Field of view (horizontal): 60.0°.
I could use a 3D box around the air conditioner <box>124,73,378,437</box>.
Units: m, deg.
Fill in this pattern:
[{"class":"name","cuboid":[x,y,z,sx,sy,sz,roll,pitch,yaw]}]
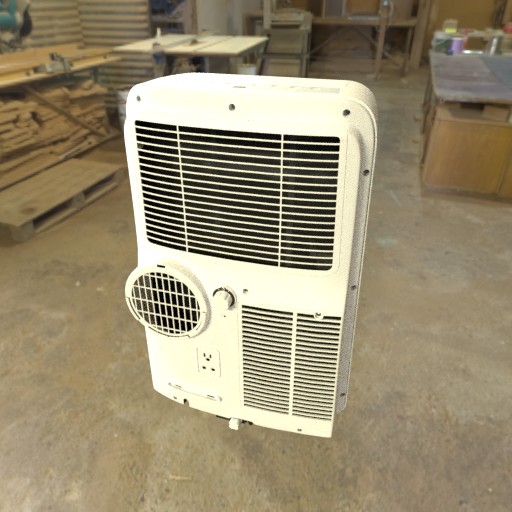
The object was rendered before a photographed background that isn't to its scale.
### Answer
[{"class":"air conditioner","cuboid":[0.000,0.000,0.926,0.454,0.700,0.365,9,32,14]}]
